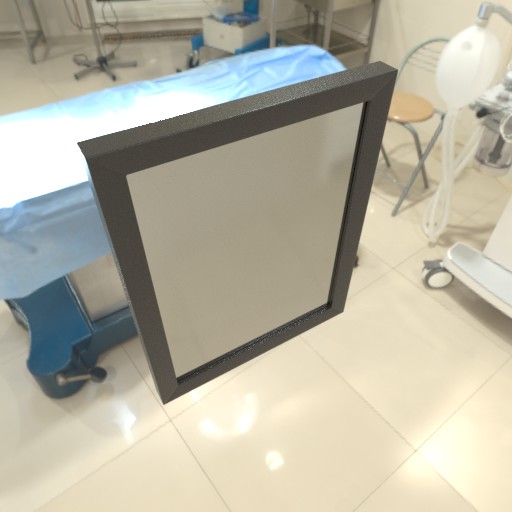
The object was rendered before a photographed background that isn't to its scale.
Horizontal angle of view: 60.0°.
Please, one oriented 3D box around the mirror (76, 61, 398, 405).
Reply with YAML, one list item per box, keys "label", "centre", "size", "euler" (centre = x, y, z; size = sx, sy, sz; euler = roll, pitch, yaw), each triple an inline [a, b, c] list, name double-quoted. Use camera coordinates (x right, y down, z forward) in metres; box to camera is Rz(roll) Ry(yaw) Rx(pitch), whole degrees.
- label: "mirror"
  centre: [0.000, 0.000, 0.691]
  size: [0.405, 0.508, 0.041]
  euler: [-23, 49, -21]
